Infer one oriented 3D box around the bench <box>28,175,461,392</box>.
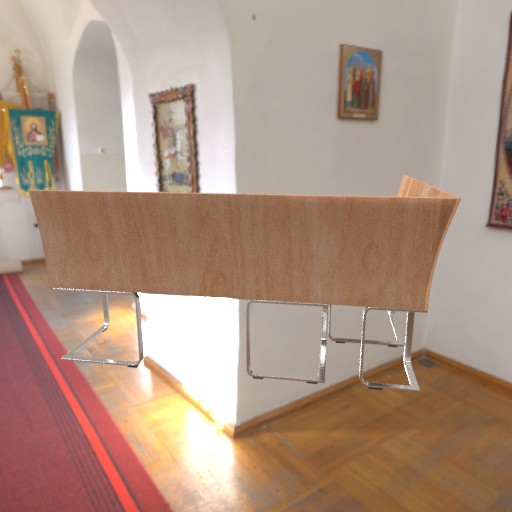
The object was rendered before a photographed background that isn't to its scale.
[{"bbox_3d":[0.000,0.000,2.778,1.945,0.930,1.495,2,14,10],"label":"bench"}]
